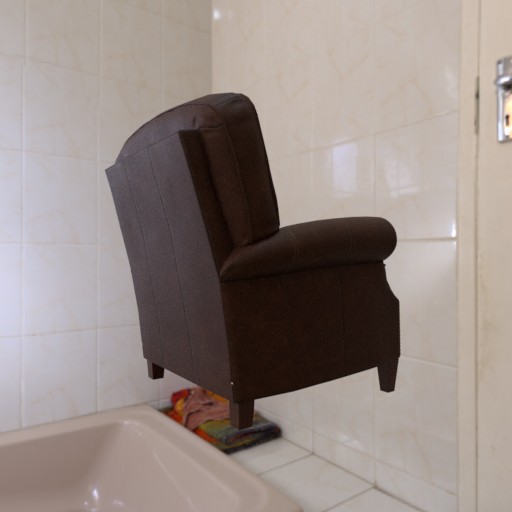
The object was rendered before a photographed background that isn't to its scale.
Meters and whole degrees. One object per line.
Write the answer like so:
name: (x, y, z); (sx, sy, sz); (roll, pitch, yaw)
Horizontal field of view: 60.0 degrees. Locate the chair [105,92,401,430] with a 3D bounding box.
chair: (0.000, 0.000, 1.755); (0.986, 1.018, 0.936); (0, 0, -35)
